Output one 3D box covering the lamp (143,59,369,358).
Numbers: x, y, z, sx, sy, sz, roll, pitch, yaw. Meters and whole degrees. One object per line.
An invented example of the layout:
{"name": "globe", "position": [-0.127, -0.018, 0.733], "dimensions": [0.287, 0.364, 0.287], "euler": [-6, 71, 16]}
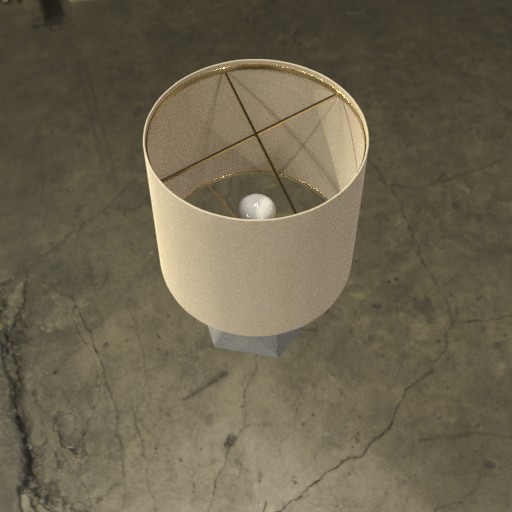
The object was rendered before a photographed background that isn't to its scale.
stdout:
{"name": "lamp", "position": [0.000, 0.000, 0.666], "dimensions": [0.276, 0.501, 0.276], "euler": [0, 59, 0]}
